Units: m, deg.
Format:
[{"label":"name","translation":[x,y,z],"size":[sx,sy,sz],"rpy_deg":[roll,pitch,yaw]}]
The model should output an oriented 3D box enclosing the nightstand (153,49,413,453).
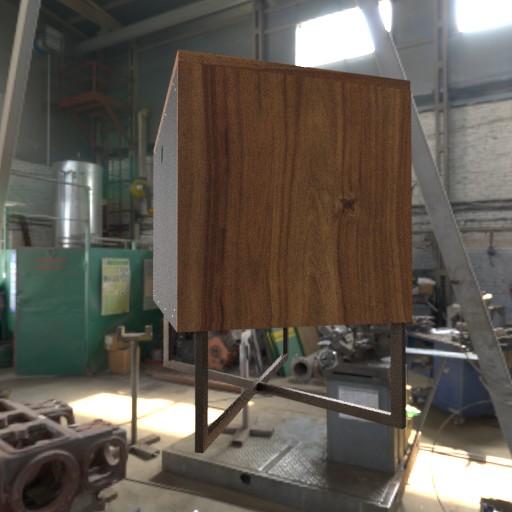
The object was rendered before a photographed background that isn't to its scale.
[{"label":"nightstand","translation":[0.000,0.000,1.020],"size":[0.427,0.615,0.613],"rpy_deg":[0,-1,-16]}]
